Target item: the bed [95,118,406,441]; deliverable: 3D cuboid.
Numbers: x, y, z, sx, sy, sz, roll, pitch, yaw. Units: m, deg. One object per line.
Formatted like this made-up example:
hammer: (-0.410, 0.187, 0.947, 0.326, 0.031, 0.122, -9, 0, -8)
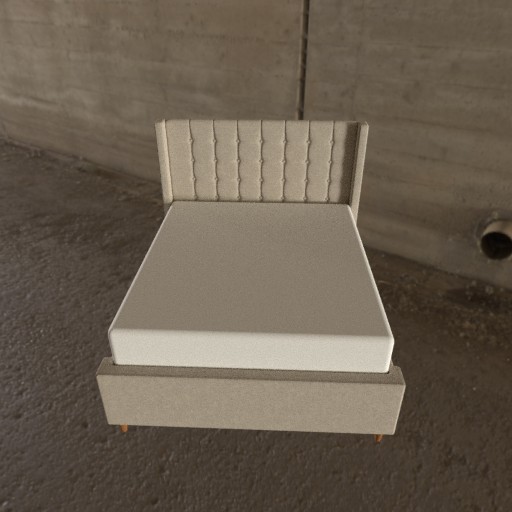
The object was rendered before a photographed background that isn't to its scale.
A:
bed: (0.000, 0.000, 3.785, 2.045, 1.743, 2.370, 1, 31, 2)
